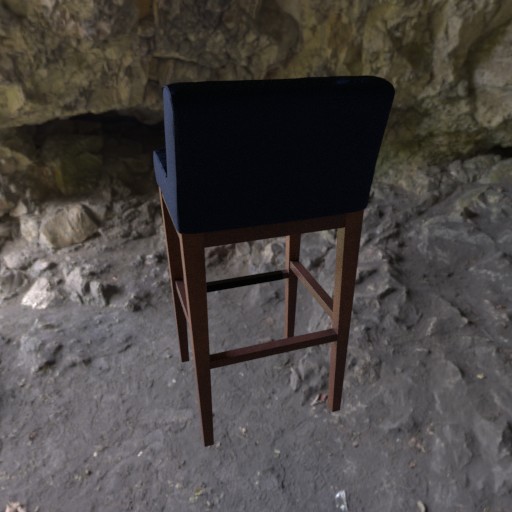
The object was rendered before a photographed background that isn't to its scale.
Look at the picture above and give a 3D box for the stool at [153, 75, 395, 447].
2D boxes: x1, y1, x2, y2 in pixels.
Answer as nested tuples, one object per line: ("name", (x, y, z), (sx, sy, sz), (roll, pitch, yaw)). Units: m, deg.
("stool", (0.000, 0.000, 1.337), (0.511, 1.037, 0.500), (-9, 29, -16))
